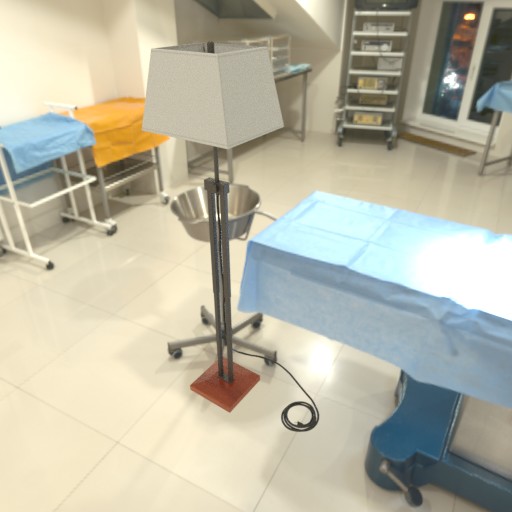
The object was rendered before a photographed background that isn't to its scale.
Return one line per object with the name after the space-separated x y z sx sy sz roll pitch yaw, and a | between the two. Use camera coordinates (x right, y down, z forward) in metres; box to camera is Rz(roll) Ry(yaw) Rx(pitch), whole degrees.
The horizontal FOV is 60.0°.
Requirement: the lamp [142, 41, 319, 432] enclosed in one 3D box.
0.000 0.000 1.964 0.745 1.712 0.472 20 36 30 | lamp
